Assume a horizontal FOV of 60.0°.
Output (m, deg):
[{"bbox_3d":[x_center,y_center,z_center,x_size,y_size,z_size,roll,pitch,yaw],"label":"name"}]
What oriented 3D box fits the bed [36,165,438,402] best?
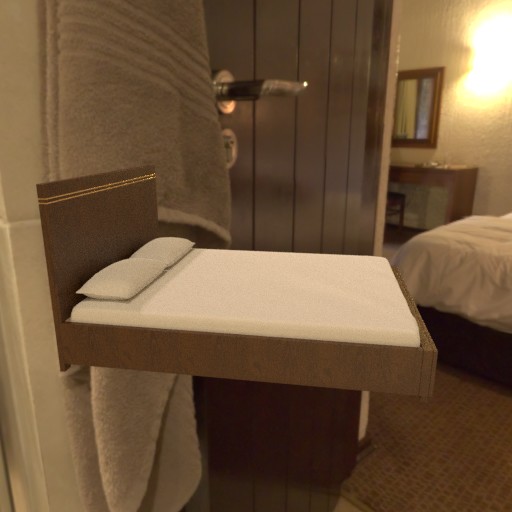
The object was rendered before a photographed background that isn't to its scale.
[{"bbox_3d":[0.000,0.000,3.218,2.221,1.169,1.613,3,16,9],"label":"bed"}]
